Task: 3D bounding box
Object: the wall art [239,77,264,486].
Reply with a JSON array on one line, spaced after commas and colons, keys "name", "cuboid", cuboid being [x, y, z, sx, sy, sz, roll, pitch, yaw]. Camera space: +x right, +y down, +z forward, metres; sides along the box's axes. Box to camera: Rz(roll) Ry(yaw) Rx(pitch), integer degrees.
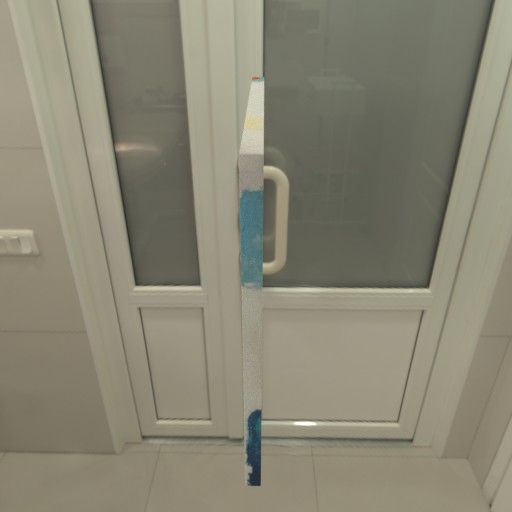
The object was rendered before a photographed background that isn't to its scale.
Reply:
[{"name": "wall art", "cuboid": [0.000, 0.000, 1.220, 0.037, 0.814, 0.814, 0, 30, 1]}]
